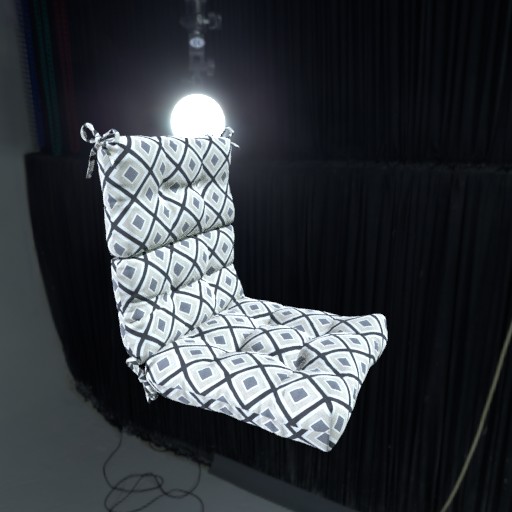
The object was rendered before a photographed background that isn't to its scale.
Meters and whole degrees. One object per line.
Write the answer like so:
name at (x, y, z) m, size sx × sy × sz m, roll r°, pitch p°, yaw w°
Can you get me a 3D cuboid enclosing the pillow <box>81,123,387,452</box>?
pillow at (0.000, 0.000, 1.052) m, size 0.571 × 0.605 × 0.519 m, roll 8°, pitch 17°, yaw 26°
